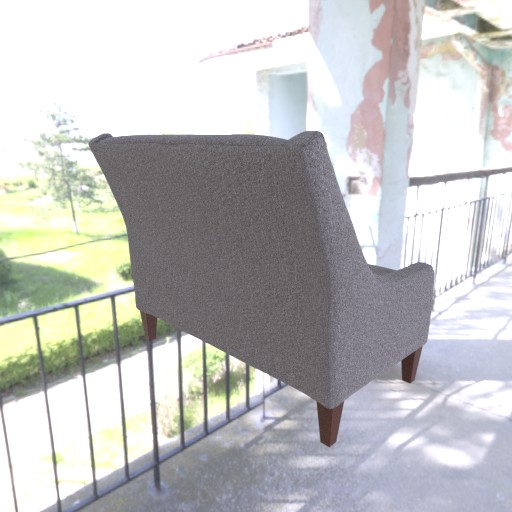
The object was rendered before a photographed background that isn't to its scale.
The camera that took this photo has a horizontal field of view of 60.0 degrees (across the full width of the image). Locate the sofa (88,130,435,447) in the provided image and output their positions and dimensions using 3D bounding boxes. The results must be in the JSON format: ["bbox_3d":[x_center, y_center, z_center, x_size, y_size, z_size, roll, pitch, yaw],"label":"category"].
[{"bbox_3d":[0.000,0.000,1.915,0.862,1.026,1.242,-14,21,-43],"label":"sofa"}]
